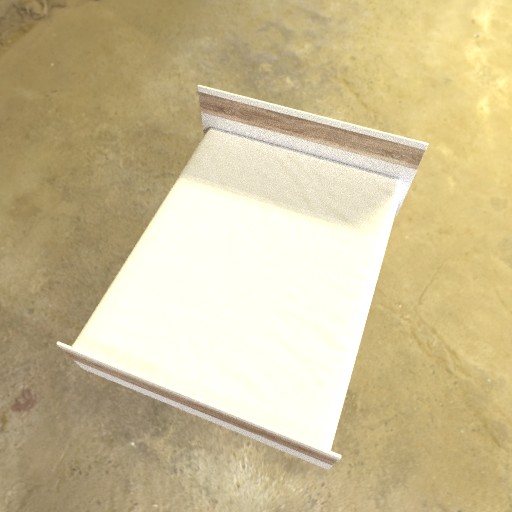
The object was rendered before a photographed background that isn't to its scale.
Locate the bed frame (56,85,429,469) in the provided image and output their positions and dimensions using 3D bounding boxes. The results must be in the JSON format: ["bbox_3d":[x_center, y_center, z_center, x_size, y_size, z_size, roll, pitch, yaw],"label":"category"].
[{"bbox_3d":[0.000,0.000,3.005,1.720,0.800,2.060,18,60,11],"label":"bed frame"}]
